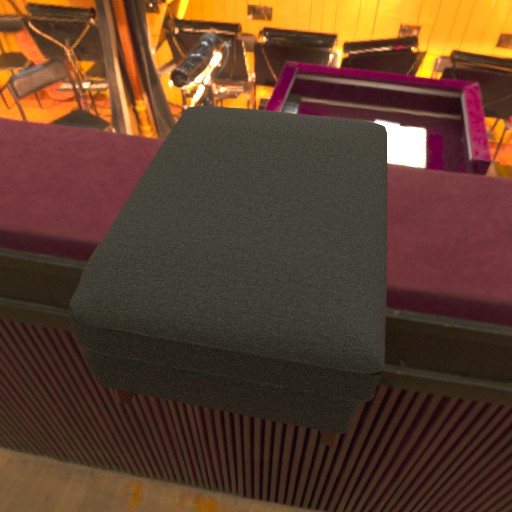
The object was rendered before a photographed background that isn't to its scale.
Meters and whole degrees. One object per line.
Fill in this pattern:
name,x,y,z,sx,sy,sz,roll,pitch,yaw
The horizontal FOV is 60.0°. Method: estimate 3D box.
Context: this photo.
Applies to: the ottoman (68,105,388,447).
ottoman,0.000,0.000,1.221,0.629,0.503,0.835,9,47,8
